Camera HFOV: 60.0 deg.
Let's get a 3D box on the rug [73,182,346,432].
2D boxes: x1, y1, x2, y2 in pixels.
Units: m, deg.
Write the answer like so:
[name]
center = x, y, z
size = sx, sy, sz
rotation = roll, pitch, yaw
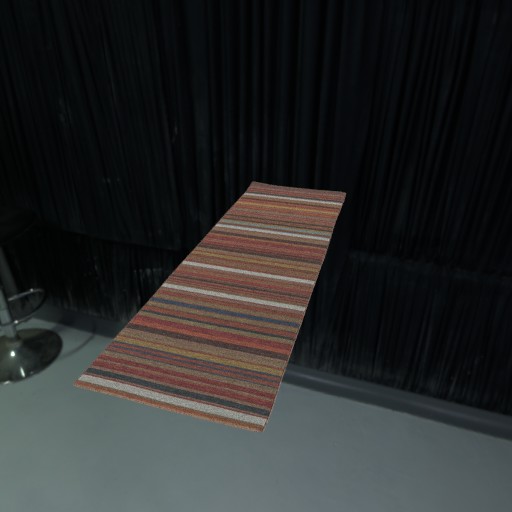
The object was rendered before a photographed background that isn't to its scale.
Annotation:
[rug]
center = 0.000, 0.000, 2.687
size = 0.799, 0.030, 2.444
rotation = 8, 30, 15
